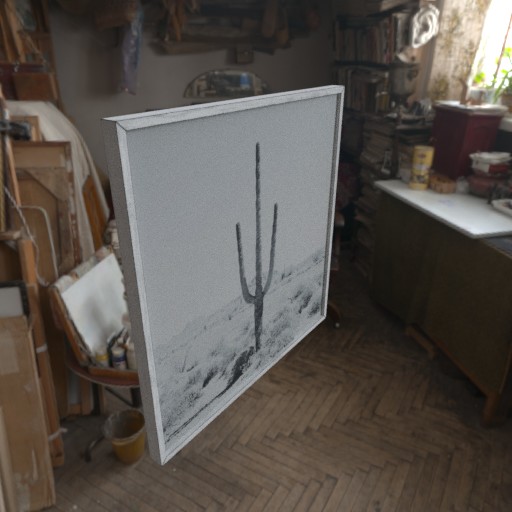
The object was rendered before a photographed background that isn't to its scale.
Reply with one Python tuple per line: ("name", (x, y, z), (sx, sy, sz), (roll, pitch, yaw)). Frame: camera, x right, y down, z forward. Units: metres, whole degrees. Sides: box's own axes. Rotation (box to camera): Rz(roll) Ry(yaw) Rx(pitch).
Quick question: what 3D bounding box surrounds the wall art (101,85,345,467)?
("wall art", (0.000, 0.000, 1.127), (0.038, 0.762, 0.762), (18, 31, 33))
